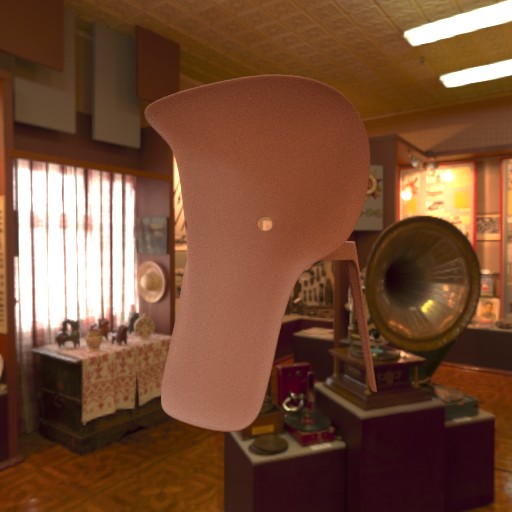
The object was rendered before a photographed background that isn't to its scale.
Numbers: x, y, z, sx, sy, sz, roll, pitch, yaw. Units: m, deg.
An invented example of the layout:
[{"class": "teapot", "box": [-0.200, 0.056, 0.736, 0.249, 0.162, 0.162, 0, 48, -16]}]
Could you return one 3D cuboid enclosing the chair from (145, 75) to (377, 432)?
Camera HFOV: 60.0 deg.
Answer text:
[{"class": "chair", "box": [0.000, 0.000, 0.885, 0.451, 0.554, 0.402, 1, 2, 38]}]
